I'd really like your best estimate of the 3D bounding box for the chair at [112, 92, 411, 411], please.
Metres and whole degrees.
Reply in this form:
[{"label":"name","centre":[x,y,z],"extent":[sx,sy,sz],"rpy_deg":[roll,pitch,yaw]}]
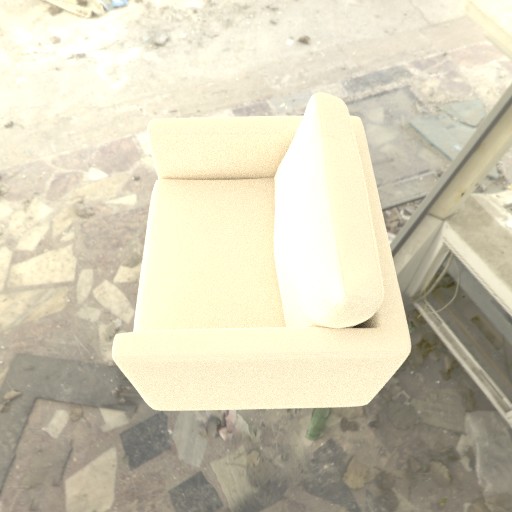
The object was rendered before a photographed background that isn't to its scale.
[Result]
[{"label":"chair","centre":[0.000,0.000,1.706],"extent":[0.878,0.885,1.019],"rpy_deg":[-1,58,-1]}]
